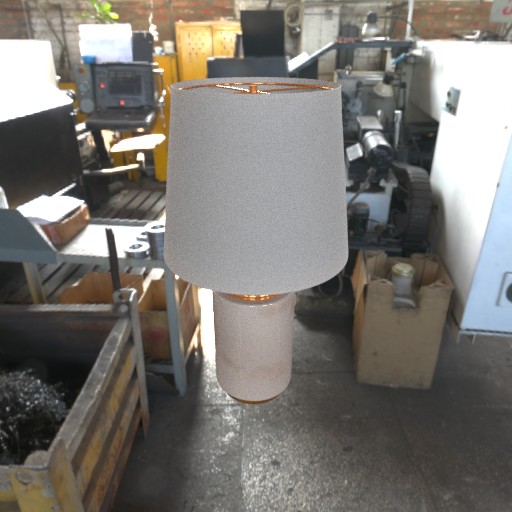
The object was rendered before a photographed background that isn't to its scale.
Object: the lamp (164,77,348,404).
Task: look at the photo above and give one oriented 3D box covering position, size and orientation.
[{"bbox_3d":[0.000,0.000,0.468,0.189,0.340,0.189,0,26,0],"label":"lamp"}]
